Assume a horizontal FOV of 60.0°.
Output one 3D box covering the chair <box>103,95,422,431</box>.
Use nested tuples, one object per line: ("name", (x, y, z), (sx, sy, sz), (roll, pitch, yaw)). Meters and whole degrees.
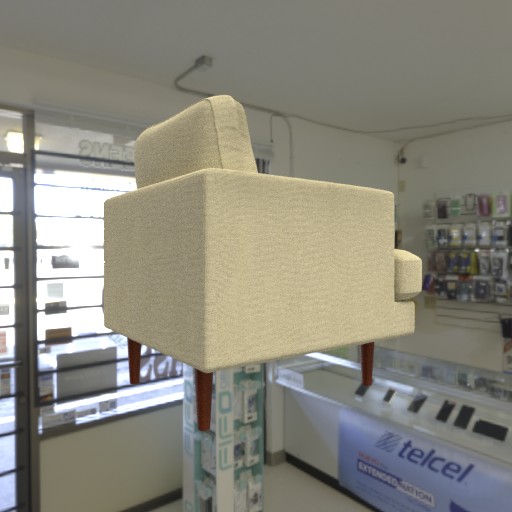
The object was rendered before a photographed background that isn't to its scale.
("chair", (0.000, 0.000, 1.675), (0.899, 0.957, 0.858), (-1, 1, -36))
